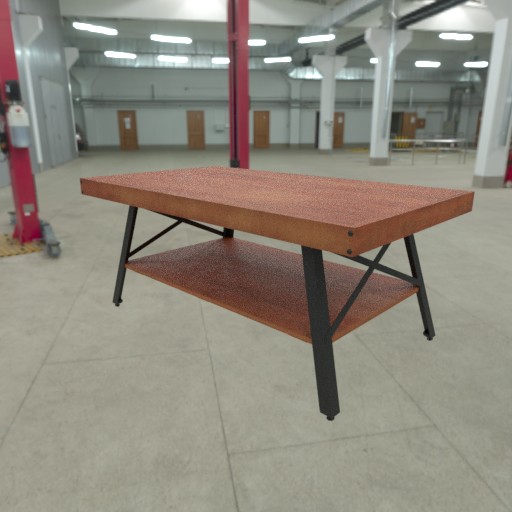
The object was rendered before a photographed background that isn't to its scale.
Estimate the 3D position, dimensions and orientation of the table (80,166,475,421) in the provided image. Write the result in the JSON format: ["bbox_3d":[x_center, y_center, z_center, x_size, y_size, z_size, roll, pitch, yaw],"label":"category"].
[{"bbox_3d":[0.000,0.000,1.415,1.067,0.457,0.610,15,23,42],"label":"table"}]
